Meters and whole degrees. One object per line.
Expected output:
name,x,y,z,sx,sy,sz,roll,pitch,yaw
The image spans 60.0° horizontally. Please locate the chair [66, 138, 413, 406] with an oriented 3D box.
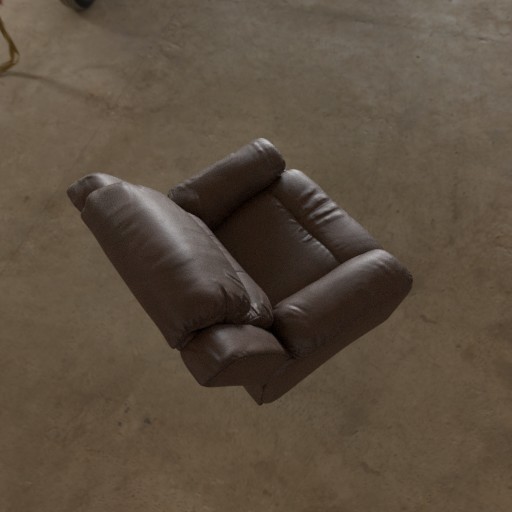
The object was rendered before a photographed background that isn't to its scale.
chair,0.000,0.000,1.264,0.707,0.702,0.680,-33,64,-18
